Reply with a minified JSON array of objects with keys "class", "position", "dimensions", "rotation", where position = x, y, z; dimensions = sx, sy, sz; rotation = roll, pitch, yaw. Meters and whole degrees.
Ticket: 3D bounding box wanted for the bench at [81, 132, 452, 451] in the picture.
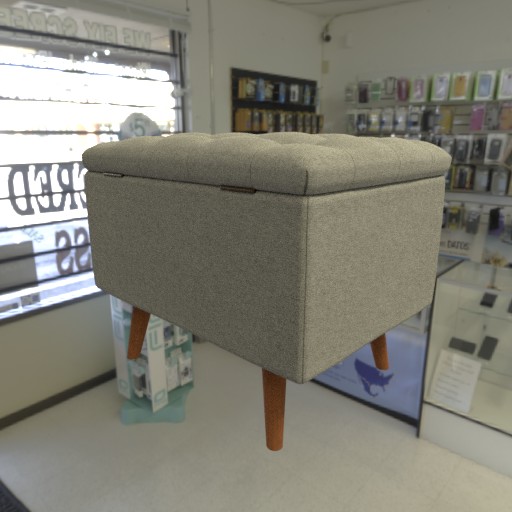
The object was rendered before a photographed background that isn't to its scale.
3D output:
[{"class":"bench","position":[0.000,0.000,0.874],"dimensions":[0.572,0.469,0.417],"rotation":[14,21,42]}]
